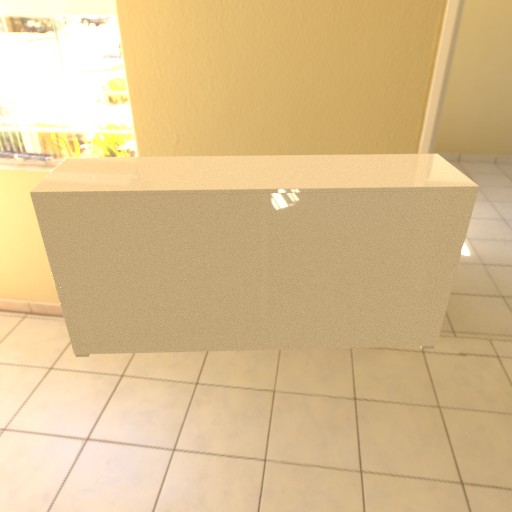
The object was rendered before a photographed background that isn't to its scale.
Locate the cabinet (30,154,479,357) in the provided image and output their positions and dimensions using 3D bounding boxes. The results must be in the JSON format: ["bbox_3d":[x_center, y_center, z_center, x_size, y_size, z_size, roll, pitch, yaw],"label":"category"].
[{"bbox_3d":[0.000,0.000,1.999,1.650,0.800,0.400,-1,30,-2],"label":"cabinet"}]
